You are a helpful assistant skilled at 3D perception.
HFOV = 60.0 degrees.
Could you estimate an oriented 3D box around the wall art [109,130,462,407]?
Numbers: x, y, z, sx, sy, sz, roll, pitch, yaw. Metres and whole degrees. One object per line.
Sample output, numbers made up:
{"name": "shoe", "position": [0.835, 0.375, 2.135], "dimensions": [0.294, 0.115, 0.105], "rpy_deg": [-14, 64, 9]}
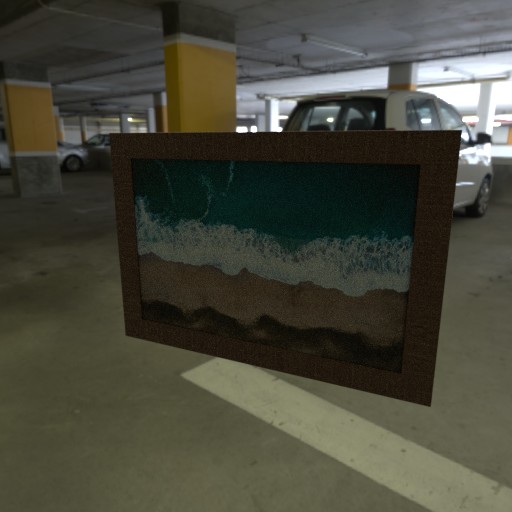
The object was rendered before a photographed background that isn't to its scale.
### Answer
{"name": "wall art", "position": [0.000, 0.000, 1.160], "dimensions": [0.917, 0.626, 0.019], "rpy_deg": [7, 16, 24]}
